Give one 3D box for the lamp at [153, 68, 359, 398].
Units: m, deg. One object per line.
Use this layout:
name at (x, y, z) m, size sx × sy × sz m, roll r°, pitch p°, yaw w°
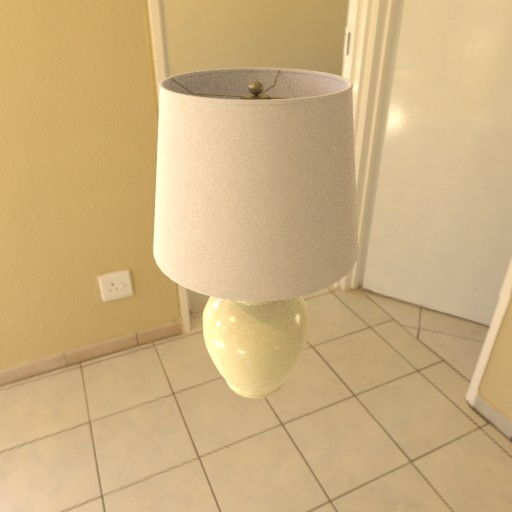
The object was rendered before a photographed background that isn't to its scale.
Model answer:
lamp at (0.000, 0.000, 0.537) m, size 0.239 × 0.399 × 0.239 m, roll 0°, pitch 30°, yaw 0°
